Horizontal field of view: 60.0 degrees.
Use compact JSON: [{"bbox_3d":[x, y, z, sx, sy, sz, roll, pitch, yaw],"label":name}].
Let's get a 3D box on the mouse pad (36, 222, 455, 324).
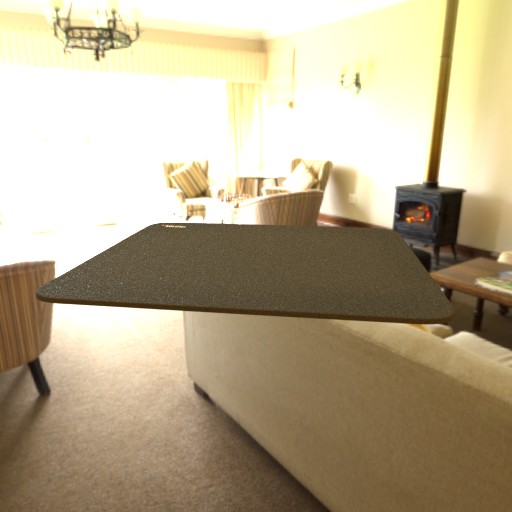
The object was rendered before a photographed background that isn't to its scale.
[{"bbox_3d":[0.000,0.000,0.322,0.229,0.003,0.203,2,16,8],"label":"mouse pad"}]
